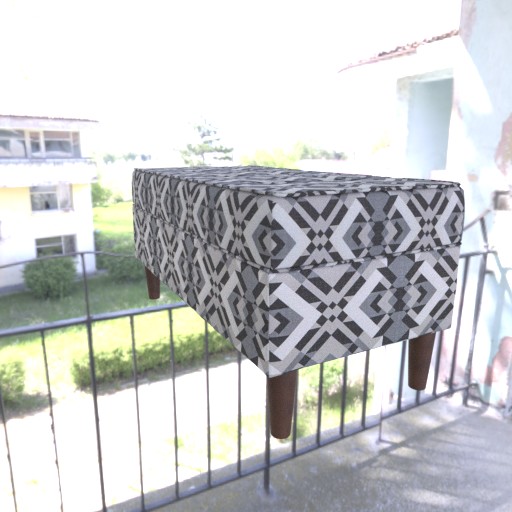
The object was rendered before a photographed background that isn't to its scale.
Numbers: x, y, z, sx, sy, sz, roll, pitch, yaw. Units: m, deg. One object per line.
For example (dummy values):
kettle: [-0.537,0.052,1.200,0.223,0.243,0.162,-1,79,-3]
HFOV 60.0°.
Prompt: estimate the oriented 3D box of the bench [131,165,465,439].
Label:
bench: [0.000,0.000,1.294,0.492,0.477,1.016,-7,16,-27]
